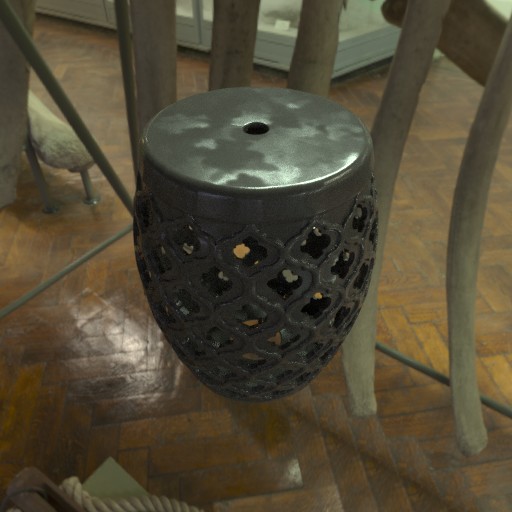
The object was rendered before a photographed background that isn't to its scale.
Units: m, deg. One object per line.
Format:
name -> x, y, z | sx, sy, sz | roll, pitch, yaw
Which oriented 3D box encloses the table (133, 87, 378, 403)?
table -> 0.000, 0.000, 0.630 | 0.325, 0.388, 0.325 | 0, 42, 0
